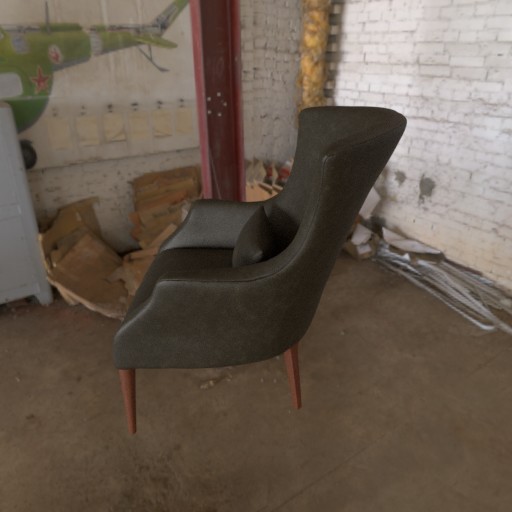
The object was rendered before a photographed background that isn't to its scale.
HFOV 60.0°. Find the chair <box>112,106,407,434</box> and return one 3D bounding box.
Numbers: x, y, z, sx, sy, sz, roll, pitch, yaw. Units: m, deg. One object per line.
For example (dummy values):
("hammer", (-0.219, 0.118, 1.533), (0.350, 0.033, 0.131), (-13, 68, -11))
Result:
("chair", (0.000, 0.000, 1.702), (0.954, 1.068, 0.819), (0, 26, 1))
